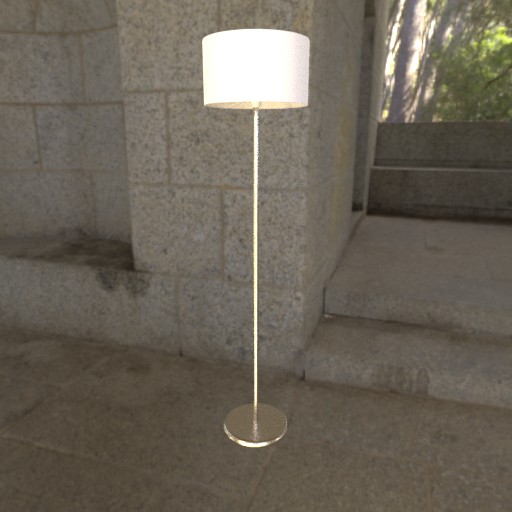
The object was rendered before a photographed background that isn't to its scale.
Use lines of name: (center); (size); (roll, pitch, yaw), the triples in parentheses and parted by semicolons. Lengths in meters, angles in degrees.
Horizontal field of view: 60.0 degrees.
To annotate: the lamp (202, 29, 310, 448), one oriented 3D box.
lamp: (0.000, 0.000, 1.627); (0.347, 1.443, 0.347); (-3, 15, -10)
